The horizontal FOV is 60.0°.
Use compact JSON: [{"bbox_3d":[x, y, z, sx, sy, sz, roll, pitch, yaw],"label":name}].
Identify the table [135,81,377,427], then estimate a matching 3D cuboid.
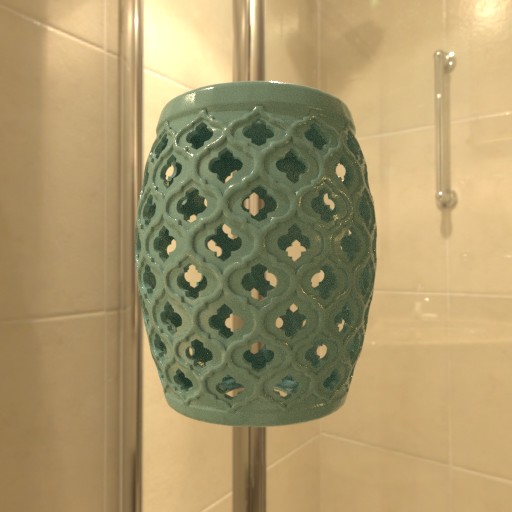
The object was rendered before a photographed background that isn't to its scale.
[{"bbox_3d":[0.000,0.000,0.615,0.325,0.388,0.325,0,-1,0],"label":"table"}]
